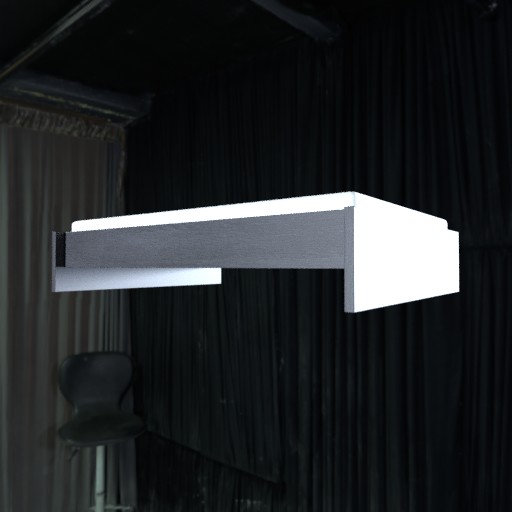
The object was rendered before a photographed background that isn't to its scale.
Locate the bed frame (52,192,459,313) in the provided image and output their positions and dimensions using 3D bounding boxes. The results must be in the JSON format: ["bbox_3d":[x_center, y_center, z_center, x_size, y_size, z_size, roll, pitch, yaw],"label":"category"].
[{"bbox_3d":[0.000,0.000,2.676,1.950,0.432,1.490,-1,-1,37],"label":"bed frame"}]
